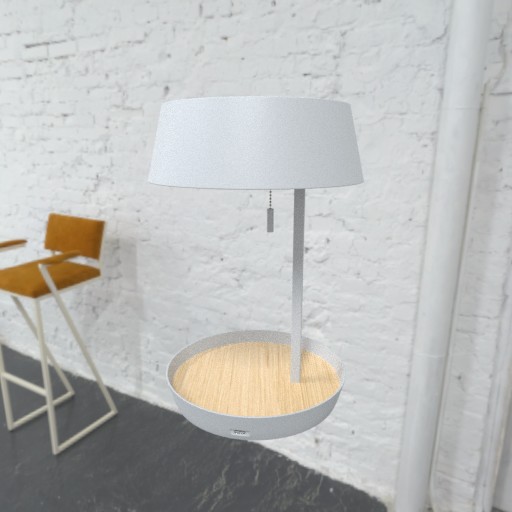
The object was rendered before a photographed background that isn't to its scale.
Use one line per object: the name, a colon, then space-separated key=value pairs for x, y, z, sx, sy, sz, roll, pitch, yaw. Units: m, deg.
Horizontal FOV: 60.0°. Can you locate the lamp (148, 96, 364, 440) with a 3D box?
lamp: x=0.000 y=0.000 z=0.639 sx=0.291 sy=0.429 sz=0.291 roll=0 pitch=14 yaw=0
